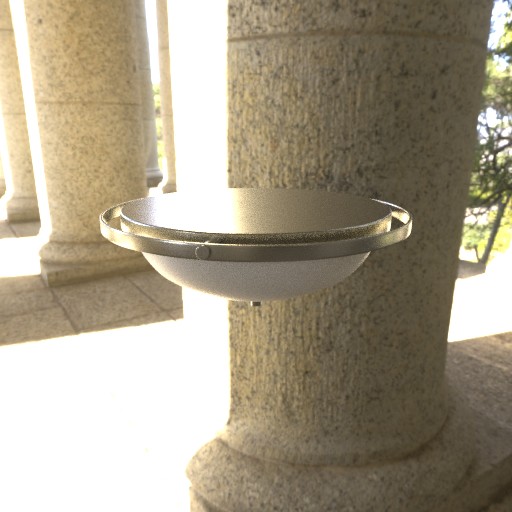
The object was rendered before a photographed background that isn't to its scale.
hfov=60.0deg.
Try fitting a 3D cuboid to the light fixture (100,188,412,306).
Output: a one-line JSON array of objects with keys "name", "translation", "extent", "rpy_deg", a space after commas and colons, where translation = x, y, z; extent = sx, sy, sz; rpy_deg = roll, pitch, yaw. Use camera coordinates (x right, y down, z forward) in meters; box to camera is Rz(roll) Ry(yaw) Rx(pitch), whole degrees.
[{"name": "light fixture", "translation": [0.000, 0.000, 0.556], "extent": [0.361, 0.130, 0.361], "rpy_deg": [0, 16, 0]}]
